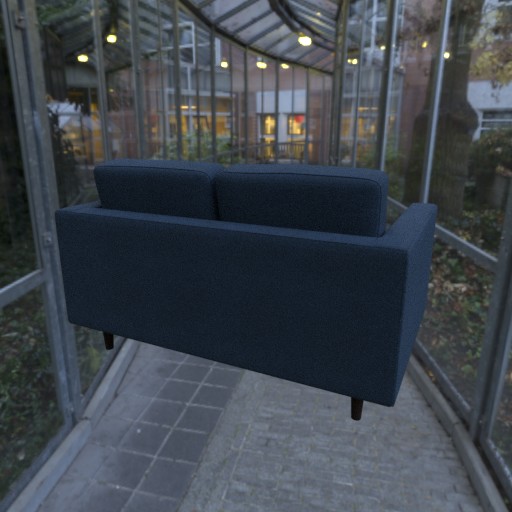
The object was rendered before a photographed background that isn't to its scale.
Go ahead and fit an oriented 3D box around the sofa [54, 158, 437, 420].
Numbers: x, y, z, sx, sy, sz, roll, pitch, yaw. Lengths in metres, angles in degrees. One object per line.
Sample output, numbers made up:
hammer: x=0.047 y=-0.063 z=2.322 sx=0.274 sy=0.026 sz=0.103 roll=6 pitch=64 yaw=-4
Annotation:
sofa: x=0.000 y=0.000 z=2.142 sx=1.518 sy=0.930 sz=0.999 roll=8 pitch=18 yaw=25
